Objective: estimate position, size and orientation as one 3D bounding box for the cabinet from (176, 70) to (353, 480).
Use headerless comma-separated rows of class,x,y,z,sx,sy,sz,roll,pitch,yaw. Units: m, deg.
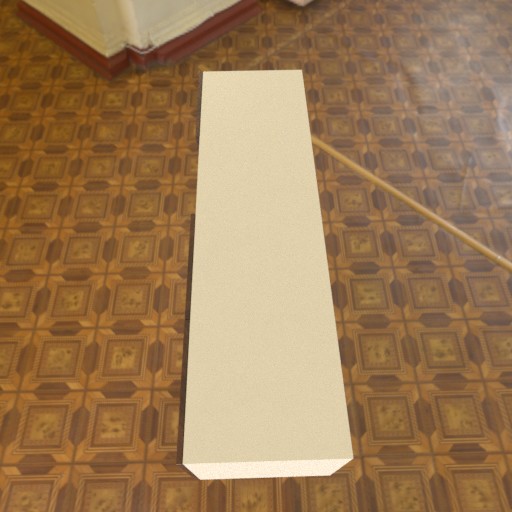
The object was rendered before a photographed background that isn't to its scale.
cabinet,0.000,0.000,1.694,0.431,0.533,1.499,-1,58,-1
